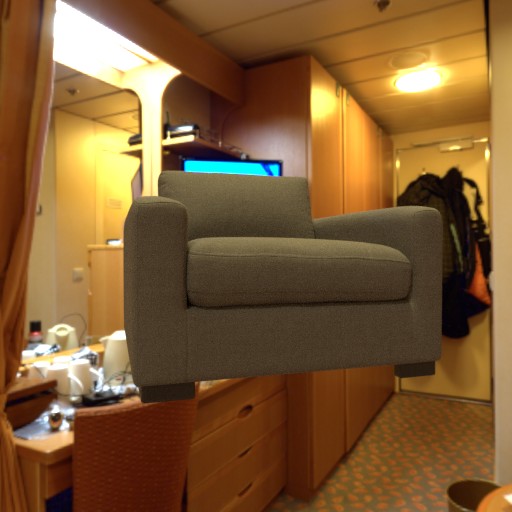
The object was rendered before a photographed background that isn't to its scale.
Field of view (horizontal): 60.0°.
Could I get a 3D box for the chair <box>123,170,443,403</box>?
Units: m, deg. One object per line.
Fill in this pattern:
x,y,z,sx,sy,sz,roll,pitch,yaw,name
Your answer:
0.000,0.000,1.904,1.070,0.847,1.100,0,0,-18,chair
